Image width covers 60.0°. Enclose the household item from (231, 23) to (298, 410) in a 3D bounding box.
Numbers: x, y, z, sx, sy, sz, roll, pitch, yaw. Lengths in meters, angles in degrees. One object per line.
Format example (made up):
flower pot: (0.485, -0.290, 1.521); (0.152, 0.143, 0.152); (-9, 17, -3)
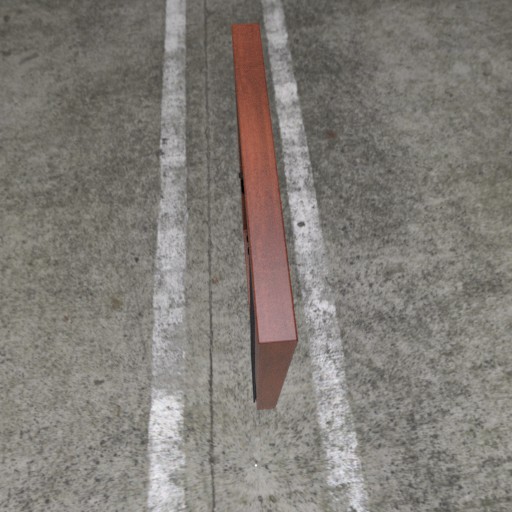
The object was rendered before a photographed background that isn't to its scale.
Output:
household item: (0.000, 0.000, 0.344); (0.020, 0.250, 0.200); (-4, 65, -2)
